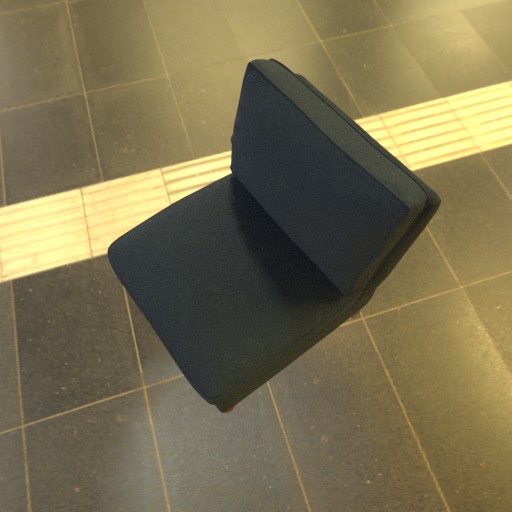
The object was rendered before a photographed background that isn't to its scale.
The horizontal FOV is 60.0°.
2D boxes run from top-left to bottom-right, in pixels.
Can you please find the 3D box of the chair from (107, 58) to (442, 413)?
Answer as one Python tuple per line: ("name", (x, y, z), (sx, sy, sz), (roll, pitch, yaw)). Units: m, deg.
("chair", (0.000, 0.000, 1.659), (0.912, 1.052, 0.724), (-34, 68, -16))
